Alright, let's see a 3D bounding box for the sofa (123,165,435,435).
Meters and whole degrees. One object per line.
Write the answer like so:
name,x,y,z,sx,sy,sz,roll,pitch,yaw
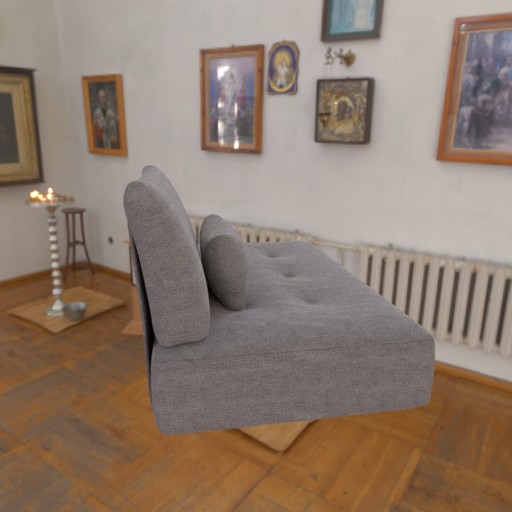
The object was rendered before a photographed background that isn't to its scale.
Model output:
sofa,0.000,0.000,2.046,1.002,0.820,1.450,-3,15,-10
